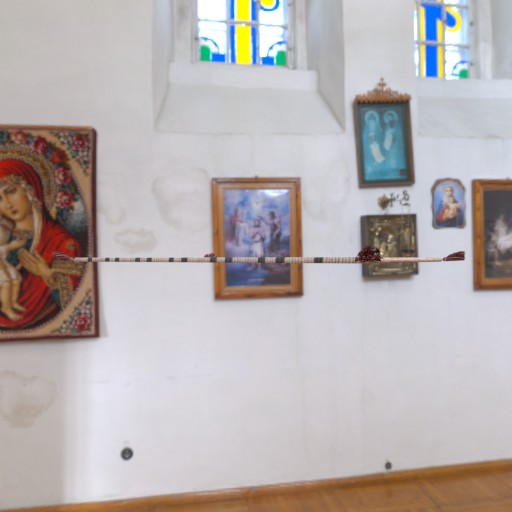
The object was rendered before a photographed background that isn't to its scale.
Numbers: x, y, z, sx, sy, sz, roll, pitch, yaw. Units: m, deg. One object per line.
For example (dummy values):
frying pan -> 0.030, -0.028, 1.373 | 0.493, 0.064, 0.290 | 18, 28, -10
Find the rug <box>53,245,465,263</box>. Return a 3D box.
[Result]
rug -> 0.000, 0.000, 2.640 | 2.069, 0.067, 1.444 | 0, 0, 36
